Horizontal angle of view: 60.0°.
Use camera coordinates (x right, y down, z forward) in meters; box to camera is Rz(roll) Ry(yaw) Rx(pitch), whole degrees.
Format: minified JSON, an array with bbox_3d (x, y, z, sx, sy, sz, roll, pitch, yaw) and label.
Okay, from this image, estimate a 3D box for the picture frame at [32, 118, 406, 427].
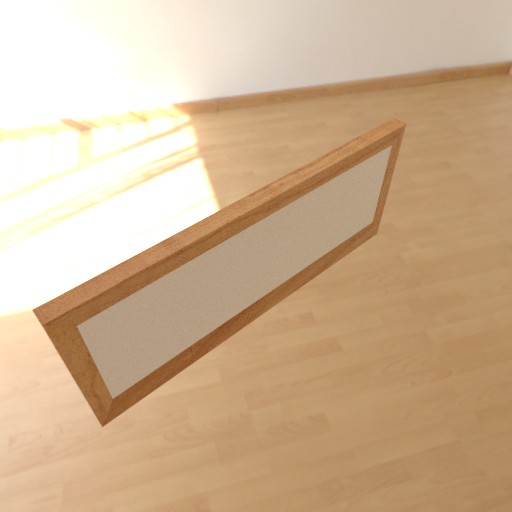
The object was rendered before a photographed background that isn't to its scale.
[{"bbox_3d":[0.000,0.000,0.655,0.582,0.234,0.045,-32,54,-27],"label":"picture frame"}]
